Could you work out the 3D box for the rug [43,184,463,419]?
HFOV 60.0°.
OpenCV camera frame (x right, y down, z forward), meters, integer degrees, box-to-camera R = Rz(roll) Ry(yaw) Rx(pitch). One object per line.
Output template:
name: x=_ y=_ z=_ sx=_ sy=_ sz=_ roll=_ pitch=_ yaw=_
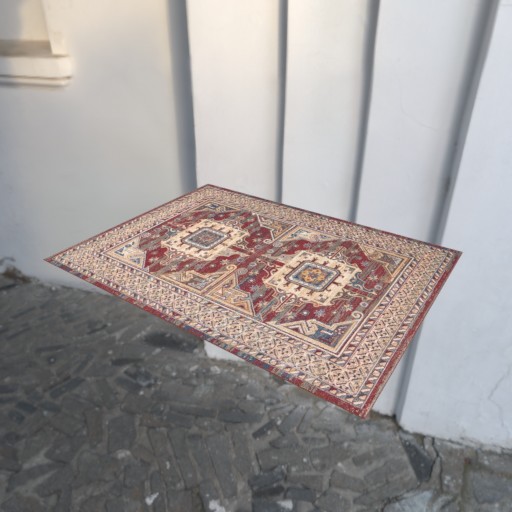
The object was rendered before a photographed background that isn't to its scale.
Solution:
rug: x=0.000 y=0.000 z=4.209 sx=3.197 sy=0.013 sz=2.381 roll=19 pitch=35 yaw=30
